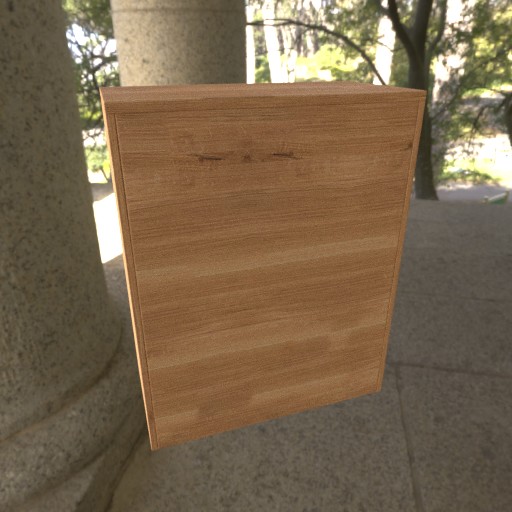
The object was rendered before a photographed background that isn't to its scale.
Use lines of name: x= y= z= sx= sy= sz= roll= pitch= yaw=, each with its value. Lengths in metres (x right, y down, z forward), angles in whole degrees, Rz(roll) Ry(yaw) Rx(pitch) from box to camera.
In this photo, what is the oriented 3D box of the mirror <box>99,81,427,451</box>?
mirror: x=0.000 y=0.000 z=1.412 sx=0.800 sy=1.000 sz=0.400 roll=-8 pitch=26 yaw=-17
